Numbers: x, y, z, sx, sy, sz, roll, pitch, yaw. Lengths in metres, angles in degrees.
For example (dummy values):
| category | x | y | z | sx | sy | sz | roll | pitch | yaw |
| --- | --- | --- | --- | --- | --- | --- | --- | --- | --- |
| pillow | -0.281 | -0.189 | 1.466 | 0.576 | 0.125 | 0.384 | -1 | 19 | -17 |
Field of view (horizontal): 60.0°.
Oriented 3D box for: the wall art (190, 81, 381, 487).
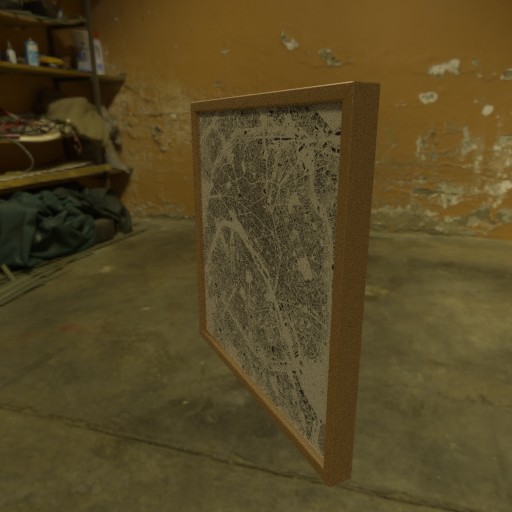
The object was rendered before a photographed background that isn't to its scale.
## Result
| category | x | y | z | sx | sy | sz | roll | pitch | yaw |
| --- | --- | --- | --- | --- | --- | --- | --- | --- | --- |
| wall art | 0.000 | 0.000 | 0.747 | 0.036 | 0.509 | 0.509 | -8 | 18 | -26 |
